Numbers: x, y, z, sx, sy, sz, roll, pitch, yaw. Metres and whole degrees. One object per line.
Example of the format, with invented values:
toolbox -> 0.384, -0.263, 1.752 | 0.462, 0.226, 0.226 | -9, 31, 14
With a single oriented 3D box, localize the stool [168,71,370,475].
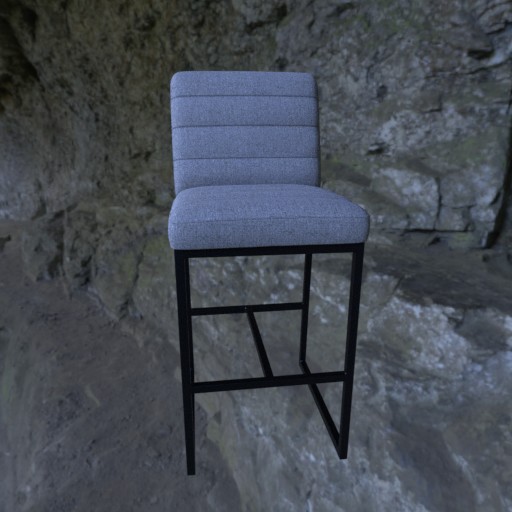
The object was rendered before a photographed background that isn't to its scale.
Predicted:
stool -> 0.000, 0.000, 1.285 | 0.459, 1.034, 0.571 | -2, 18, -8
